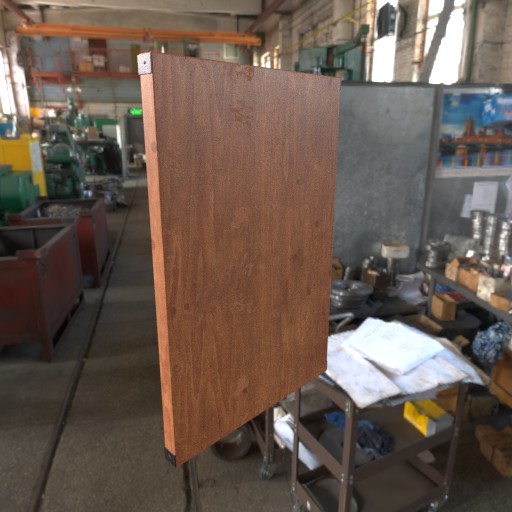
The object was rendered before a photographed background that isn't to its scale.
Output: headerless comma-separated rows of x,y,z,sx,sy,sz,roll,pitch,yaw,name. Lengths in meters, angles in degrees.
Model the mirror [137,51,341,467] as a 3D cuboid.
0.000,0.000,0.969,0.053,0.761,0.517,15,22,42,mirror
